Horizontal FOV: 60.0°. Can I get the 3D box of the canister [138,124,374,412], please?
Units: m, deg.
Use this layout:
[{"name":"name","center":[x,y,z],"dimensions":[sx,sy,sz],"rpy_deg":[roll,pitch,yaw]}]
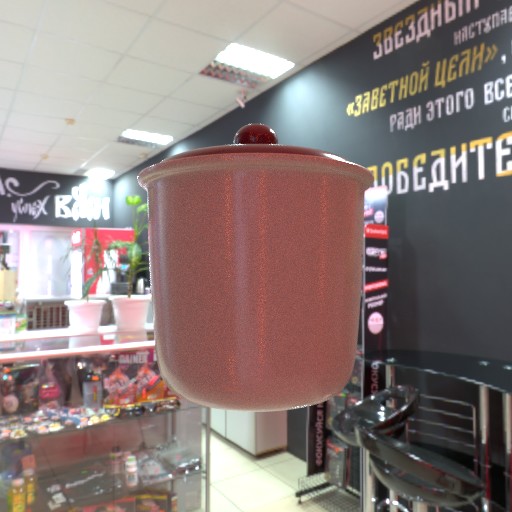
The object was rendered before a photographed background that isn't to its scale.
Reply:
[{"name":"canister","center":[0.000,0.000,0.351],"dimensions":[0.182,0.208,0.182],"rpy_deg":[0,-1,0]}]
